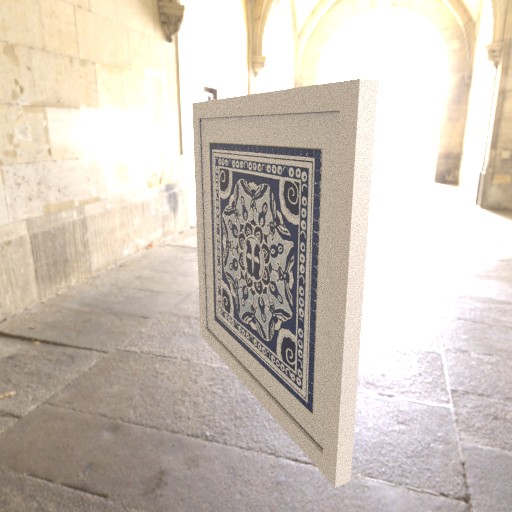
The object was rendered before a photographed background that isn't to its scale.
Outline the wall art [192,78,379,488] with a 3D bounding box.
[{"bbox_3d":[0.000,0.000,0.815,0.028,0.559,0.559,-8,18,-26],"label":"wall art"}]
